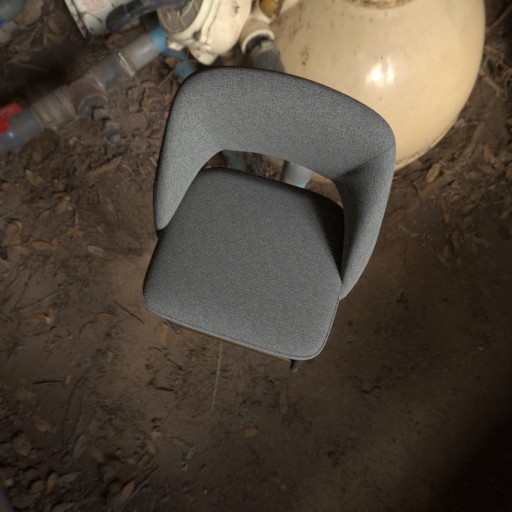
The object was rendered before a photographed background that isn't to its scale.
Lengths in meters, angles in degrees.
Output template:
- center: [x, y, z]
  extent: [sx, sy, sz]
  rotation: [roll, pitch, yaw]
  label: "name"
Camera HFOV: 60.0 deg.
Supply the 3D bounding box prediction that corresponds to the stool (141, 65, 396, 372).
- center: [0.000, 0.000, 1.232]
  extent: [0.536, 0.925, 0.524]
  rotation: [17, 76, 4]
  label: "stool"
